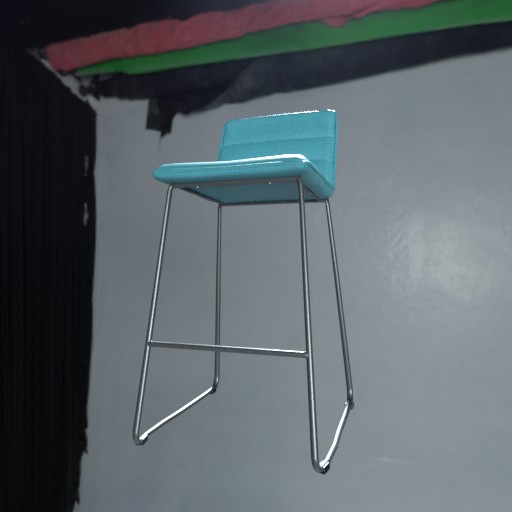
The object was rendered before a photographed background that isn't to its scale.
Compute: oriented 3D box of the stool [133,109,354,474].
[{"bbox_3d":[0.000,0.000,1.241,0.489,0.936,0.524,0,0,19],"label":"stool"}]
